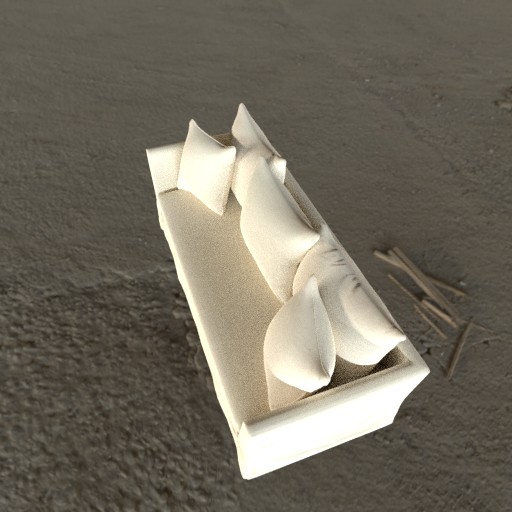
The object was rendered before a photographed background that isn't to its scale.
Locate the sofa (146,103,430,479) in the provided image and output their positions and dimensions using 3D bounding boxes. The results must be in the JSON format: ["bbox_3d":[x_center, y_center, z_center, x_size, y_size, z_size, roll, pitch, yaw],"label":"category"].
[{"bbox_3d":[0.000,0.000,3.063,1.030,1.042,2.484,-15,48,-14],"label":"sofa"}]
